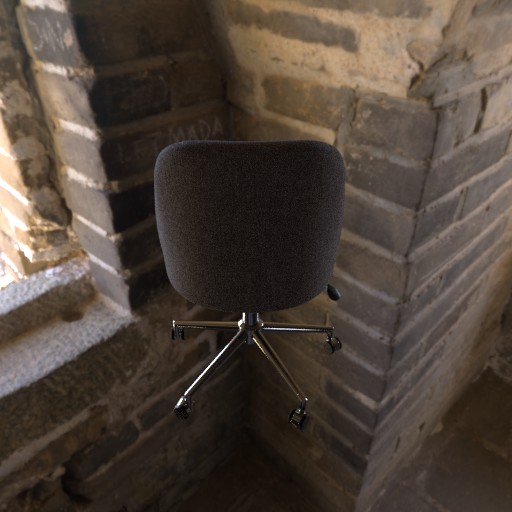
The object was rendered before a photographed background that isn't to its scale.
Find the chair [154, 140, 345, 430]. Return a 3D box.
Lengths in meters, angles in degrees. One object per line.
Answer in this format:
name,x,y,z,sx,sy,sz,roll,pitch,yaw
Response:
chair,0.000,0.000,1.442,0.671,0.950,0.712,-1,31,-1
